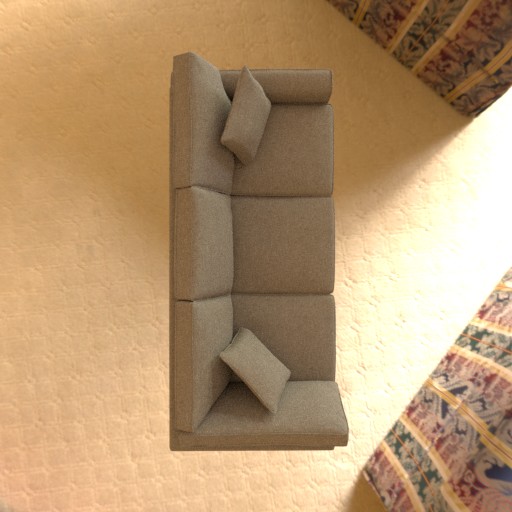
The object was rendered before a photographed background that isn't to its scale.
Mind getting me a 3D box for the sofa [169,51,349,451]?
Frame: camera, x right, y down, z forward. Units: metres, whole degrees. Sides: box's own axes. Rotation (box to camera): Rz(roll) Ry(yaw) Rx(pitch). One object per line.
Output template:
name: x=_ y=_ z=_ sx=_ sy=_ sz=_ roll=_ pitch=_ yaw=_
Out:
sofa: x=0.000 y=0.000 z=2.891 sx=1.061 sy=0.962 sz=2.317 roll=0 pitch=90 yaw=0
